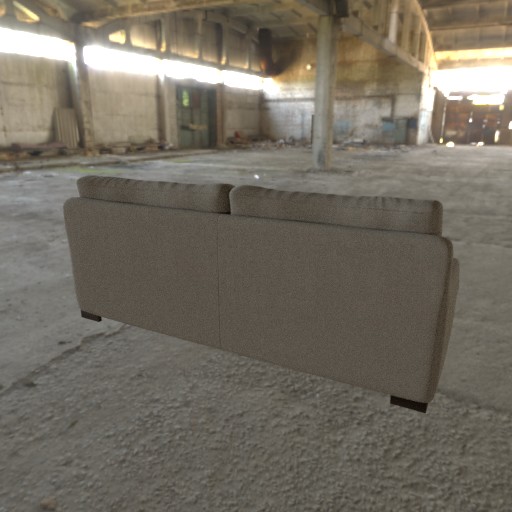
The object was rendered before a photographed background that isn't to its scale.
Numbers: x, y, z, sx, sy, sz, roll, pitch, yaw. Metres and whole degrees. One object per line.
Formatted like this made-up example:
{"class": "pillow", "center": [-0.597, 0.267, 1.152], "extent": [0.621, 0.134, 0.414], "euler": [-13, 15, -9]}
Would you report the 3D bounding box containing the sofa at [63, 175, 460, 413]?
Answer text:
{"class": "sofa", "center": [0.000, 0.000, 2.814], "extent": [2.354, 0.980, 0.962], "euler": [9, 19, 27]}
